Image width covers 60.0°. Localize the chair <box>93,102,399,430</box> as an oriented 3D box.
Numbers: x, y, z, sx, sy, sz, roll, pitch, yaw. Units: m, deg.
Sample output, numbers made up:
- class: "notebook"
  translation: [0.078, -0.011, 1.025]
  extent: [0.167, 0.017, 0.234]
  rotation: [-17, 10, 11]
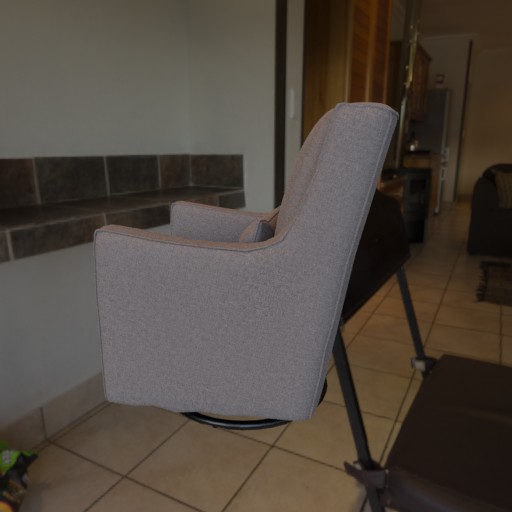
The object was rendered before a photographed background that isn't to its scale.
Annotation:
- class: "chair"
  translation: [0.000, 0.000, 1.565]
  extent: [0.879, 0.993, 0.732]
  rotation: [2, 14, 9]
